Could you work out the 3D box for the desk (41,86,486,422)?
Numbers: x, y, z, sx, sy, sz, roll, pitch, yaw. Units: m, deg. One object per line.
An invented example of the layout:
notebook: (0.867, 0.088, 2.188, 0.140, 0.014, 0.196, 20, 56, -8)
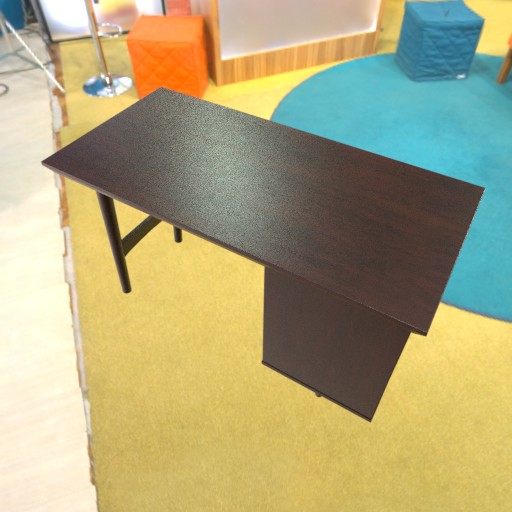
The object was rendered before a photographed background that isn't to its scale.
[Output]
desk: (0.000, 0.000, 1.680, 1.277, 0.758, 0.612, 24, 51, 21)
